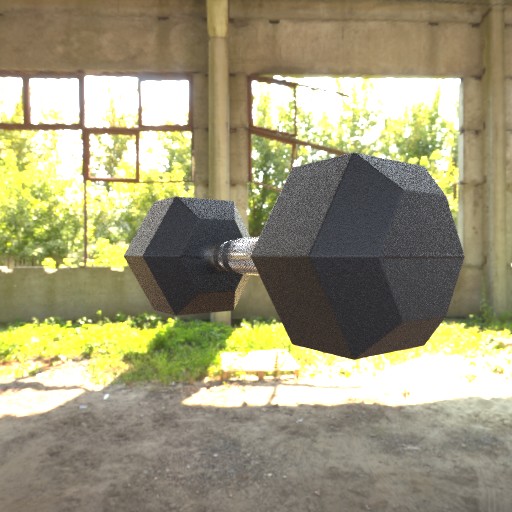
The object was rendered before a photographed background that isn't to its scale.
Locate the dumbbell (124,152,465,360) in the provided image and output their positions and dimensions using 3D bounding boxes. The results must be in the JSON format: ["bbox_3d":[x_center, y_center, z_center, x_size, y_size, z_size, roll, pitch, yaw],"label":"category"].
[{"bbox_3d":[0.000,0.000,0.368,0.129,0.113,0.315,0,0,-36],"label":"dumbbell"}]
